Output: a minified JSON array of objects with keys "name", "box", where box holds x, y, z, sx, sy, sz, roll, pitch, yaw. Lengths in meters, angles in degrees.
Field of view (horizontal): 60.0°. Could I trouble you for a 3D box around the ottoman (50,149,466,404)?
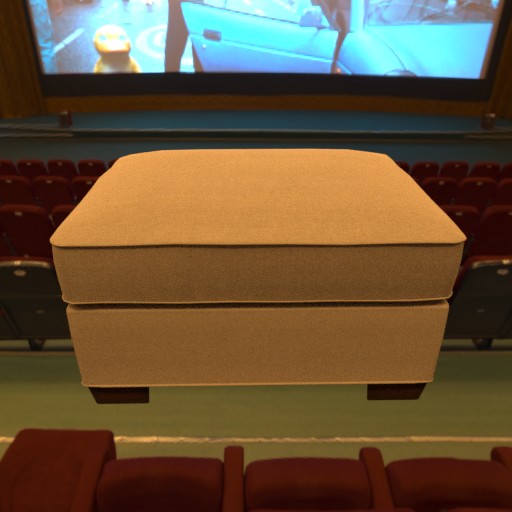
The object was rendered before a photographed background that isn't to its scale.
[{"name":"ottoman","box":[0.000,0.000,1.227,0.846,0.503,0.617,0,29,-1]}]
